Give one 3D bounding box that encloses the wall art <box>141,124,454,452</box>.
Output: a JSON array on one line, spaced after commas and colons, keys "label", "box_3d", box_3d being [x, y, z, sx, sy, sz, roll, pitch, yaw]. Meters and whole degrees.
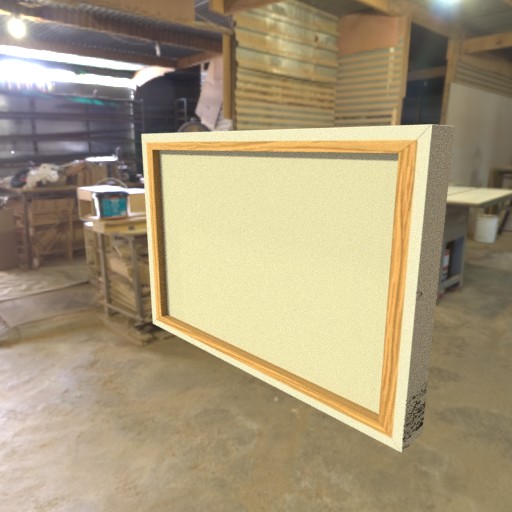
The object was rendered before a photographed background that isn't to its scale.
[{"label": "wall art", "box_3d": [0.000, 0.000, 0.478, 0.038, 0.259, 0.381, -13, 19, -43]}]
